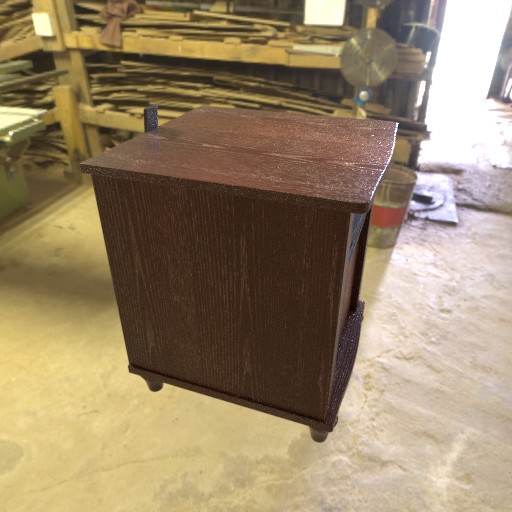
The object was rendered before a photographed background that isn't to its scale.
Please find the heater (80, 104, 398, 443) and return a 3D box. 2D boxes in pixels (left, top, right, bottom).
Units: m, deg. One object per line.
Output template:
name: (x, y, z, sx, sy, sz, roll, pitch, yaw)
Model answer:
heater: (0.000, 0.000, 0.776, 0.400, 0.481, 0.362, 11, 33, 17)
